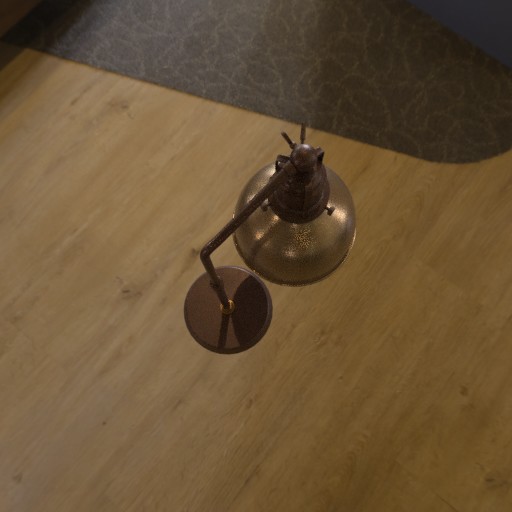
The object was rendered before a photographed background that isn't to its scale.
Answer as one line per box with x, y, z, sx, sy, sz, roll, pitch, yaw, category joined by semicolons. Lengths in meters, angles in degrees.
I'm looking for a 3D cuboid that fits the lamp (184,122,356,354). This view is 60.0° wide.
0.000;0.000;0.607;0.298;0.469;0.175;-34;78;-8;lamp
